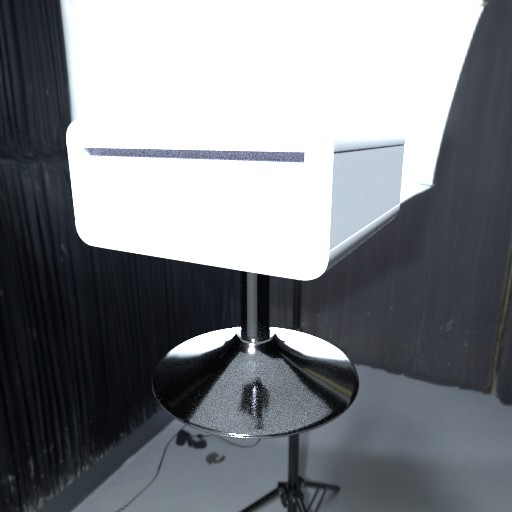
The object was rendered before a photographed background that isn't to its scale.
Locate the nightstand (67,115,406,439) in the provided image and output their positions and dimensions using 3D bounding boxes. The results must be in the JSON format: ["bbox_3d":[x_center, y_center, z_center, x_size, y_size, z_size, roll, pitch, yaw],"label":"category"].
[{"bbox_3d":[0.000,0.000,0.766,0.399,0.447,0.404,8,17,27],"label":"nightstand"}]
